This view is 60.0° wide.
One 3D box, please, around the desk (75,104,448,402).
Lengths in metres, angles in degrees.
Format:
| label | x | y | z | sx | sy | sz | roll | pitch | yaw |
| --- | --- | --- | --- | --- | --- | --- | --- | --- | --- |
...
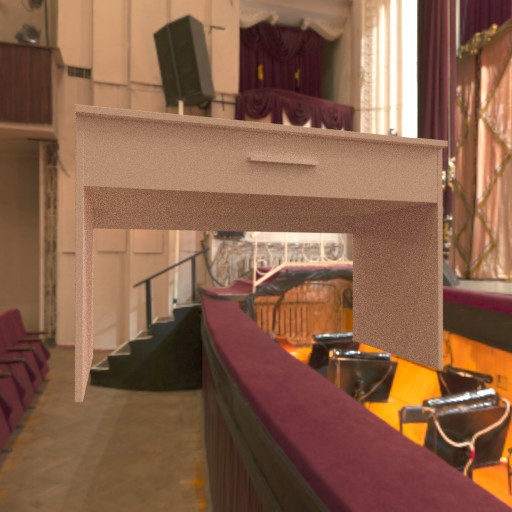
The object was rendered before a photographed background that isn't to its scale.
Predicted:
| label | x | y | z | sx | sy | sz | roll | pitch | yaw |
| --- | --- | --- | --- | --- | --- | --- | --- | --- | --- |
| desk | 0.000 | 0.000 | 1.506 | 1.100 | 0.730 | 0.560 | 0 | 0 | -18 |
